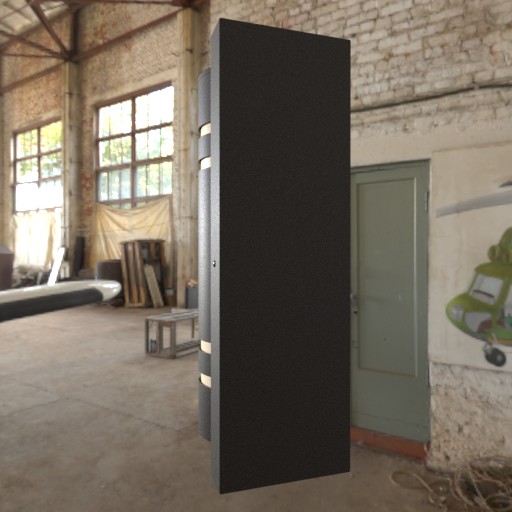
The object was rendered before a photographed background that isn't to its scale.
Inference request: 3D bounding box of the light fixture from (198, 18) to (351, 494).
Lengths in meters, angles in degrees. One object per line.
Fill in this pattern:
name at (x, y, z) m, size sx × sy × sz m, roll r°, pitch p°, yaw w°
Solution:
light fixture at (0.000, 0.000, 0.394) m, size 0.105 × 0.330 × 0.149 m, roll 0°, pitch 0°, yaw -18°
